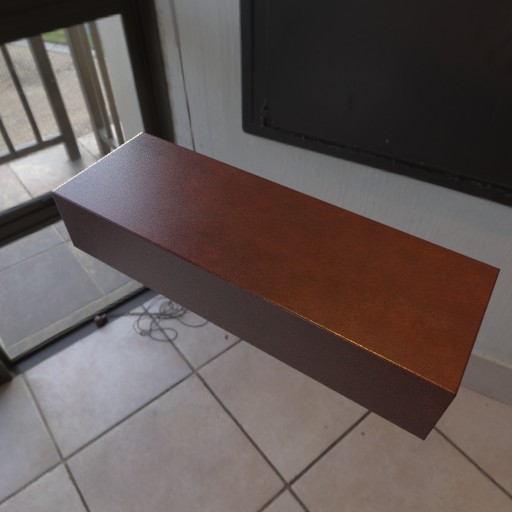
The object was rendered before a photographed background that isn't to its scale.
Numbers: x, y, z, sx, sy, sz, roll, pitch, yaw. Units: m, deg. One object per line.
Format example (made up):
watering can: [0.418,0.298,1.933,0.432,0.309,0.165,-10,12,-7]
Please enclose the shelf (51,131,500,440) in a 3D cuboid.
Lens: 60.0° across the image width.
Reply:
shelf: [0.000,0.000,0.496,0.457,0.088,0.152,25,51,22]
